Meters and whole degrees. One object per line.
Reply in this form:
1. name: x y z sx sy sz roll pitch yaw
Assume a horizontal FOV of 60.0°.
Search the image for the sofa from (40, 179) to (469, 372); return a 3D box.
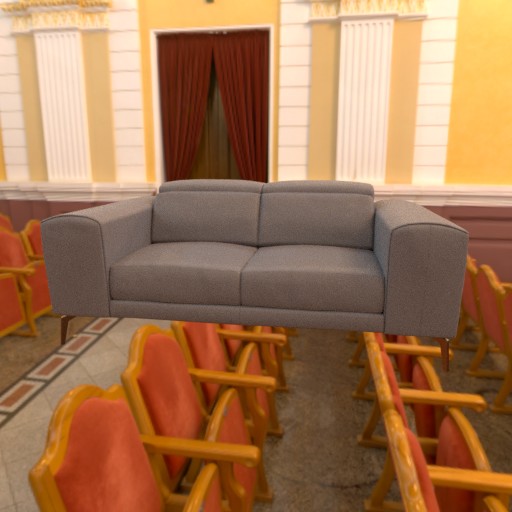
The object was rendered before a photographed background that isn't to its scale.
1. sofa: 0.000 0.000 2.411 1.895 0.779 1.003 2 13 9
